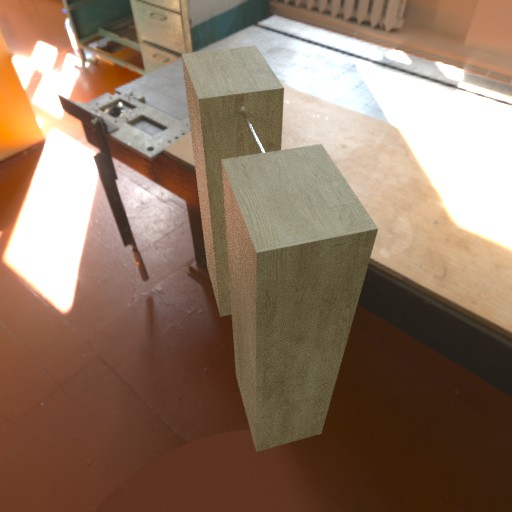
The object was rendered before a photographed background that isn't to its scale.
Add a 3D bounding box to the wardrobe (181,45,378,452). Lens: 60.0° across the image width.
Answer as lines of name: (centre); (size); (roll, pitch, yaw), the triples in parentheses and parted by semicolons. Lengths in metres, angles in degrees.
wardrobe: (0.000, 0.000, 2.954); (0.480, 2.000, 1.770); (-11, 48, -10)
